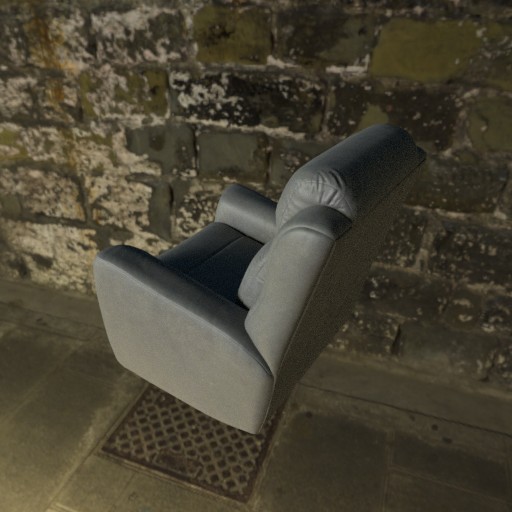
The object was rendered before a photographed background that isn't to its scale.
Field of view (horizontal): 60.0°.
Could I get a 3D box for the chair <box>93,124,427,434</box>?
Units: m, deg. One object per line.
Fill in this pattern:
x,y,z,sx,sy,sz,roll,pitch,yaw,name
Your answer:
0.000,0.000,1.905,1.068,1.116,0.965,19,36,29,chair
